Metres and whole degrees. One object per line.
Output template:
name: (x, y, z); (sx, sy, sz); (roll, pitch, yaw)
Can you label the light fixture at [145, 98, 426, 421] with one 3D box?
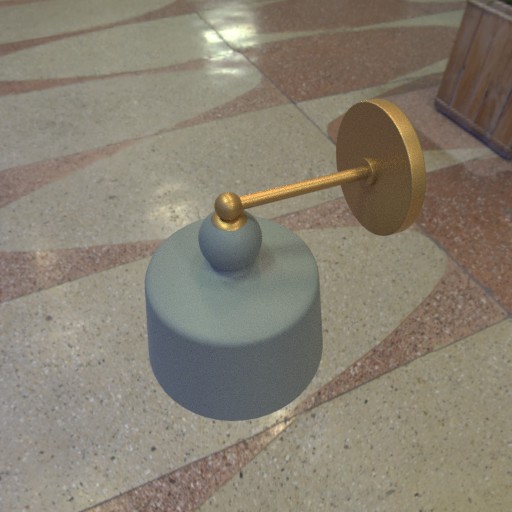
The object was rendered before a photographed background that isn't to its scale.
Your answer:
light fixture: (0.000, 0.000, 0.436); (0.254, 0.268, 0.204); (-16, 49, -14)
